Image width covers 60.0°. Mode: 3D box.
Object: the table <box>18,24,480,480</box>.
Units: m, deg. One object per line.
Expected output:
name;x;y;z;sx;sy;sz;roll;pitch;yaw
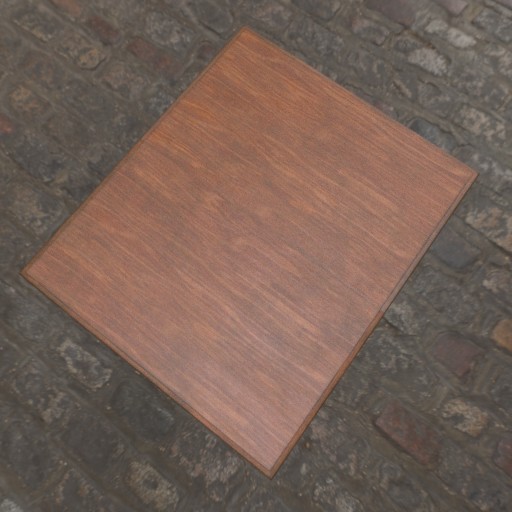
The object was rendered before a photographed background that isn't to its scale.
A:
table;0.000;0.000;1.575;0.838;0.761;0.991;36;78;9
